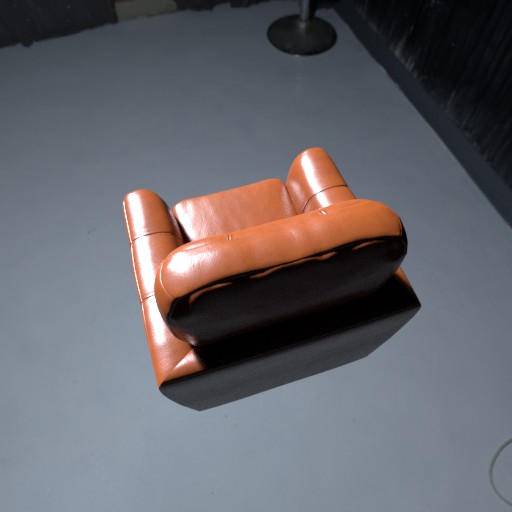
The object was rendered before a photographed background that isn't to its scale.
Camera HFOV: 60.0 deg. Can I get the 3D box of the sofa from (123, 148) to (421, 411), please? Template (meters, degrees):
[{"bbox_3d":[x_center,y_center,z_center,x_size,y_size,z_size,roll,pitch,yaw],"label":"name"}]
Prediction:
[{"bbox_3d":[0.000,0.000,1.567,0.836,0.876,0.789,-15,60,-9],"label":"sofa"}]
